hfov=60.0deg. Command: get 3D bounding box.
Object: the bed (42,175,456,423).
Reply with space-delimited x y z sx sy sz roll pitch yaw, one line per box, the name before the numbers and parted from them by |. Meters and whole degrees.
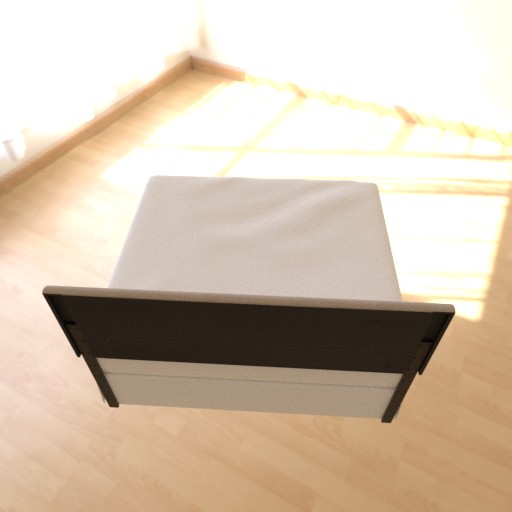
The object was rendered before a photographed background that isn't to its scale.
bed | 0.000 0.000 3.351 2.170 1.346 1.914 2 46 2
